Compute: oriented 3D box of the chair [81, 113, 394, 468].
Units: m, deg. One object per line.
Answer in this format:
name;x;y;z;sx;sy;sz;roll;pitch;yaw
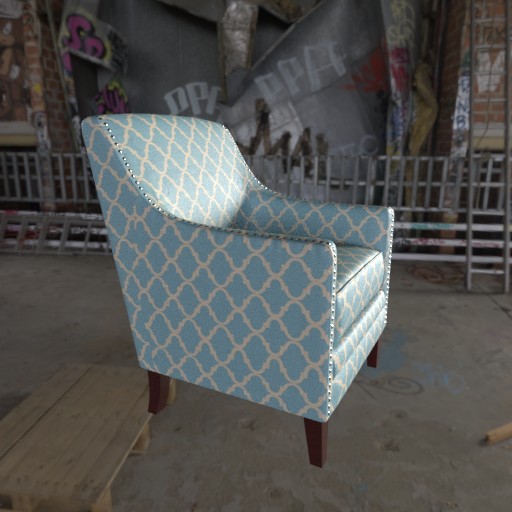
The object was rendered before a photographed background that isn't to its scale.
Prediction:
chair;0.000;0.000;1.320;0.686;0.817;0.617;8;16;27
